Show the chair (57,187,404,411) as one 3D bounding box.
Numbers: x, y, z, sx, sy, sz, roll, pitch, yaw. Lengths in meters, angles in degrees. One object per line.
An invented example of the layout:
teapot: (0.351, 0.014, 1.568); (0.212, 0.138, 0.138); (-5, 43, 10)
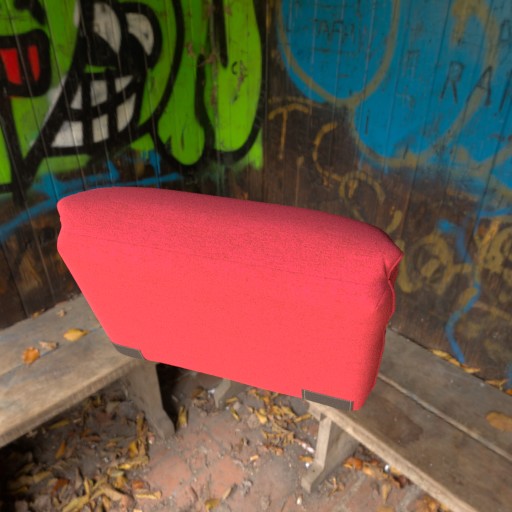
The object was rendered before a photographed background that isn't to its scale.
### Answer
chair: (0.000, 0.000, 1.359); (0.820, 0.580, 0.780); (10, 33, 15)
